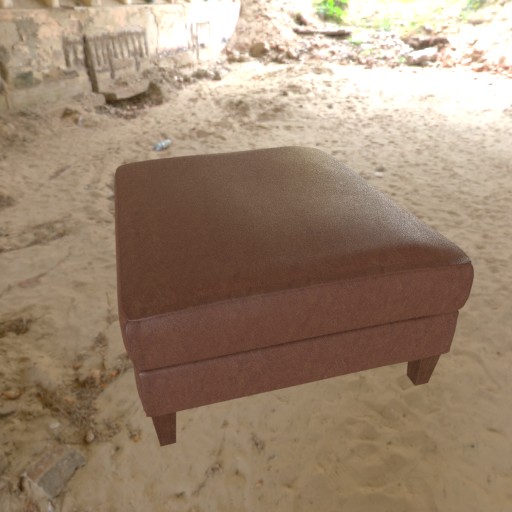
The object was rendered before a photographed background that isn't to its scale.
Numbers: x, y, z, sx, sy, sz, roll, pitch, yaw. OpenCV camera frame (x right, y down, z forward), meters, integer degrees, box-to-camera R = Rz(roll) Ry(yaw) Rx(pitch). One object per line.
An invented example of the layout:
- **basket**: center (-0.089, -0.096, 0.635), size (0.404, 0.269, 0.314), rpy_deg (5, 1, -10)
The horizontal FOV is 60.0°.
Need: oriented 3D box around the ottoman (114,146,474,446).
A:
- **ottoman**: center (0.000, 0.000, 1.440), size (0.836, 0.472, 0.987), rpy_deg (-8, 31, -14)
